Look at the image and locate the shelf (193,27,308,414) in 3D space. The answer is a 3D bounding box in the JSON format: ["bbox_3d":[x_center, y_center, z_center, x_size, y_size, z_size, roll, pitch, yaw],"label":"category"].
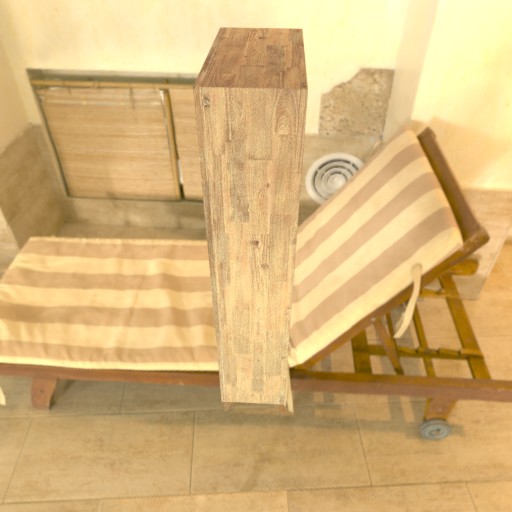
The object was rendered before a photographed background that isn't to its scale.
[{"bbox_3d":[0.000,0.000,1.550,0.267,1.342,0.491,2,40,2],"label":"shelf"}]
